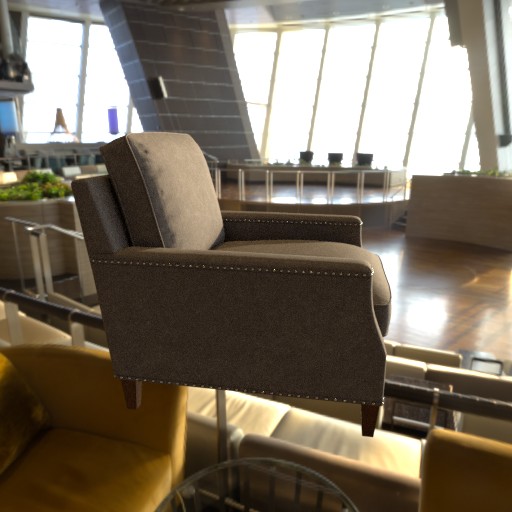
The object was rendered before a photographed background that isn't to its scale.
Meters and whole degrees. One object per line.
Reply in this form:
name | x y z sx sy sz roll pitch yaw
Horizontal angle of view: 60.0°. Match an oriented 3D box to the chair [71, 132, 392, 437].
chair | 0.000 0.000 1.758 1.014 0.948 0.853 3 16 10
